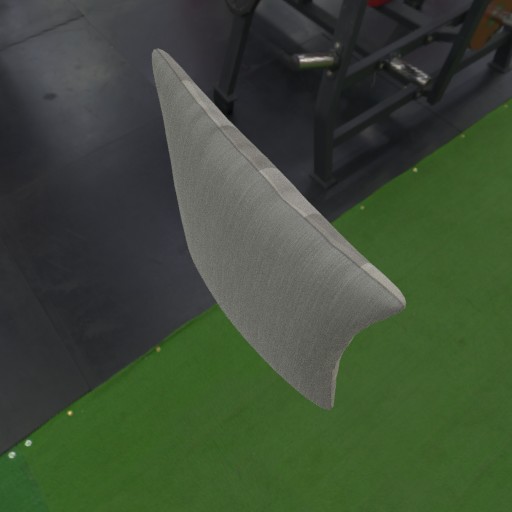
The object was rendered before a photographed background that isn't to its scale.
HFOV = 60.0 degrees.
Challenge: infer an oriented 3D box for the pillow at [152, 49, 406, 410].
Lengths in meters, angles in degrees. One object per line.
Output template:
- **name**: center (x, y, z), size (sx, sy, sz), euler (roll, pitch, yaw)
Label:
- **pillow**: center (0.000, 0.000, 0.767), size (0.161, 0.509, 0.511), euler (-32, 65, -17)
